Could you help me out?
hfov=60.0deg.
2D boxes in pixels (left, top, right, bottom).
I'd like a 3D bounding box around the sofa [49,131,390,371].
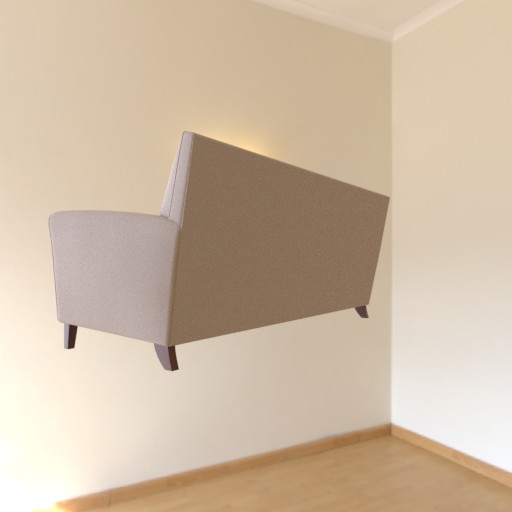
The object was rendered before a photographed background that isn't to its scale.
[{"bbox_3d":[0.000,0.000,2.512,0.875,0.846,2.000,0,-1,36],"label":"sofa"}]
